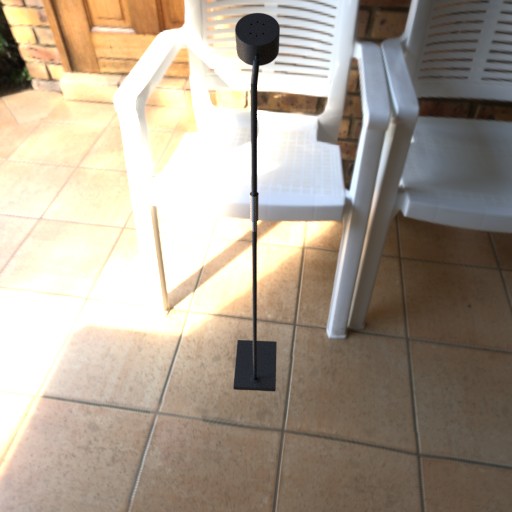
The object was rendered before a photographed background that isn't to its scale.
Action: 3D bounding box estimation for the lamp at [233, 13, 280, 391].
[{"bbox_3d":[0.000,0.000,1.663,0.203,1.600,0.304,2,47,2],"label":"lamp"}]
